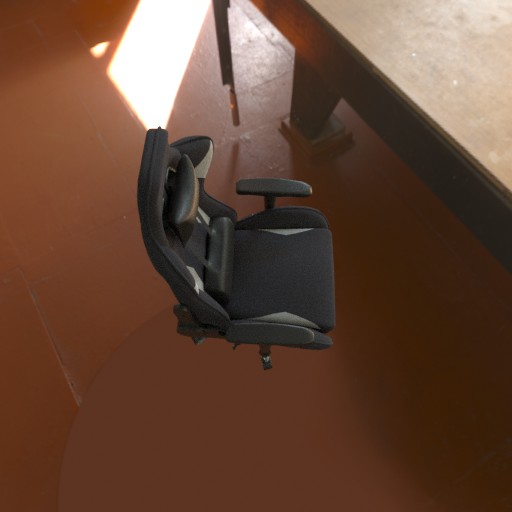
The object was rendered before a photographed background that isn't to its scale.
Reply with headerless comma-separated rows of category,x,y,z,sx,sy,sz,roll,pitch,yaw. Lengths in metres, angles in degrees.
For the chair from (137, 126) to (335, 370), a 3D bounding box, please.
chair,0.000,0.000,1.792,0.695,1.300,0.730,2,65,1
